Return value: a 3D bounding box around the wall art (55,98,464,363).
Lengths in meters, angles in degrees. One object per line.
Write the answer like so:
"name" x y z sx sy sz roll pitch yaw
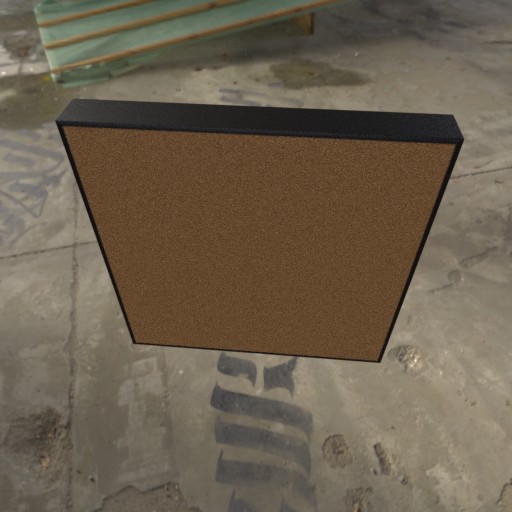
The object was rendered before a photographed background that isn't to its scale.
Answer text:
"wall art" 0.000 0.000 0.448 0.304 0.303 0.037 4 45 4
